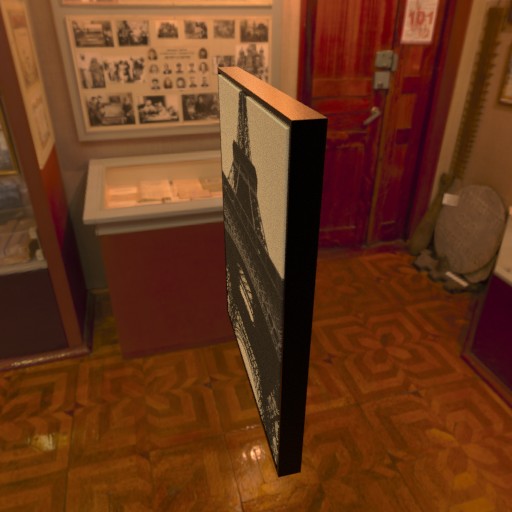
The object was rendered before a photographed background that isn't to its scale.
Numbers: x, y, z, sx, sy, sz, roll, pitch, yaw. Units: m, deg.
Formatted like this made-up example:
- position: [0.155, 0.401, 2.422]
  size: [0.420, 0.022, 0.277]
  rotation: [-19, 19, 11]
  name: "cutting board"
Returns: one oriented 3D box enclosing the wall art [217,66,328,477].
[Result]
- position: [0.000, 0.000, 0.761]
  size: [0.039, 0.553, 0.451]
  rotation: [-7, 30, -12]
  name: "wall art"
